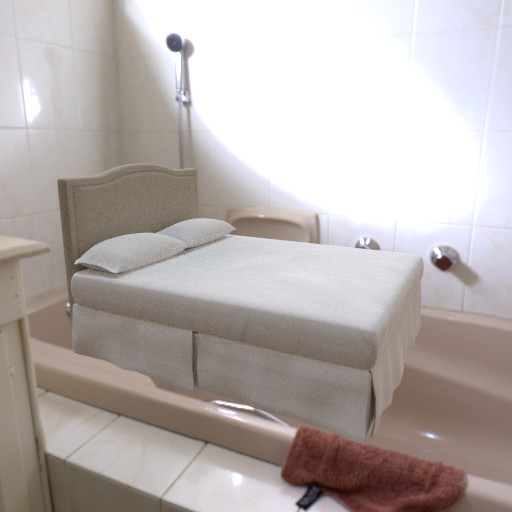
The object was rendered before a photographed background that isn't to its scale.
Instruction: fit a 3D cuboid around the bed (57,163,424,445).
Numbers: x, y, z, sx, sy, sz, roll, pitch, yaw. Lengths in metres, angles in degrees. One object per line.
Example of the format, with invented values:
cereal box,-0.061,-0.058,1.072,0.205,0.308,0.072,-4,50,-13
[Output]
bed,0.000,0.000,3.616,2.477,1.437,1.977,7,16,27
